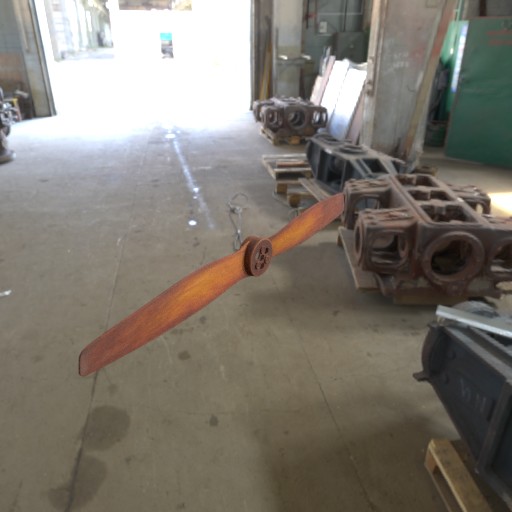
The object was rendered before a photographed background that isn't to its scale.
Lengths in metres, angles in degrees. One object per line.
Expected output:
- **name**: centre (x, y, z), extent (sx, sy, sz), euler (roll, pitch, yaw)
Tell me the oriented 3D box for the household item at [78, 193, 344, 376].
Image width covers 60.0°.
- **household item**: centre (0.000, 0.000, 1.284), extent (0.051, 0.121, 1.181), euler (17, 31, 31)
